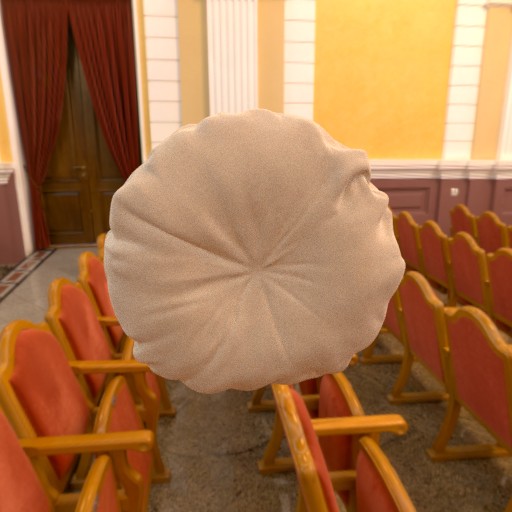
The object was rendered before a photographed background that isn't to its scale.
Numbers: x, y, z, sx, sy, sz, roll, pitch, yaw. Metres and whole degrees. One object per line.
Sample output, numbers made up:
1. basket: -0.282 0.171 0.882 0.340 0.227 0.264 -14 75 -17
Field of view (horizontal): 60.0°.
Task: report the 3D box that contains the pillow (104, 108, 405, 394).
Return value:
1. pillow: 0.000 0.000 0.646 0.428 0.407 0.148 -2 16 -6
